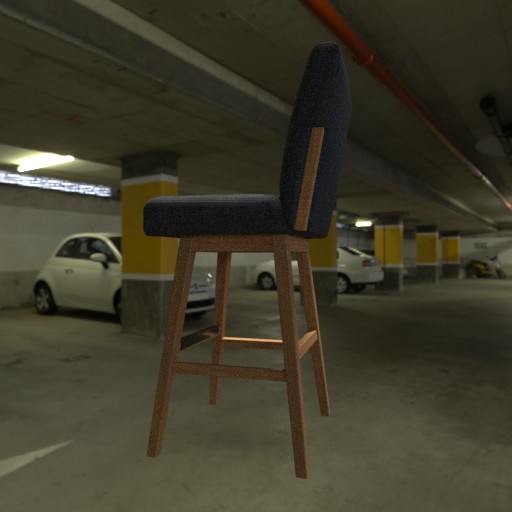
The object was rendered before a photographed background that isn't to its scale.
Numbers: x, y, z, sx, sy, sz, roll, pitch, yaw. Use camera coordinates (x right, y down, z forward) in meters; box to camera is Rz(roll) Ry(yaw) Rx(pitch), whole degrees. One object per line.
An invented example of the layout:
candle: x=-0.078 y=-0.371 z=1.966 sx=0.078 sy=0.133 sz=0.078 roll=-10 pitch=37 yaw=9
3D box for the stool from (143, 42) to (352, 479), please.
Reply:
stool: x=0.000 y=0.000 z=1.390 sx=0.570 sy=1.112 sz=0.483 roll=0 pitch=0 yaw=16
